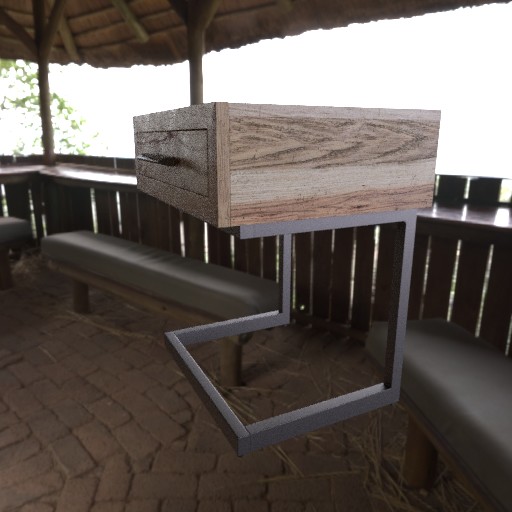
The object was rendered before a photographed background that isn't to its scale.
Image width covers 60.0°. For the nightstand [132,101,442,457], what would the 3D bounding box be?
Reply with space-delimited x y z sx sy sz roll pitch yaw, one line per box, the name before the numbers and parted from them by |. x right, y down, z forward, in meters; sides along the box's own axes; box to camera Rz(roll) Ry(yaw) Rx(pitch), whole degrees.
nightstand | 0.000 0.000 1.026 0.481 0.632 0.558 -8 17 -26
